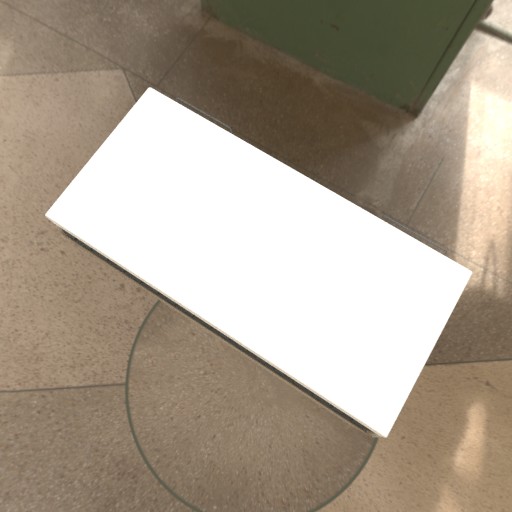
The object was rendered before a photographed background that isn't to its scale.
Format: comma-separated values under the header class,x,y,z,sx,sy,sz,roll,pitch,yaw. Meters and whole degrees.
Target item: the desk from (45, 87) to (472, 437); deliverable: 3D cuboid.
class,x,y,z,sx,sy,sz,roll,pitch,yaw
desk,0.000,0.000,2.288,1.900,0.455,0.900,32,77,8
